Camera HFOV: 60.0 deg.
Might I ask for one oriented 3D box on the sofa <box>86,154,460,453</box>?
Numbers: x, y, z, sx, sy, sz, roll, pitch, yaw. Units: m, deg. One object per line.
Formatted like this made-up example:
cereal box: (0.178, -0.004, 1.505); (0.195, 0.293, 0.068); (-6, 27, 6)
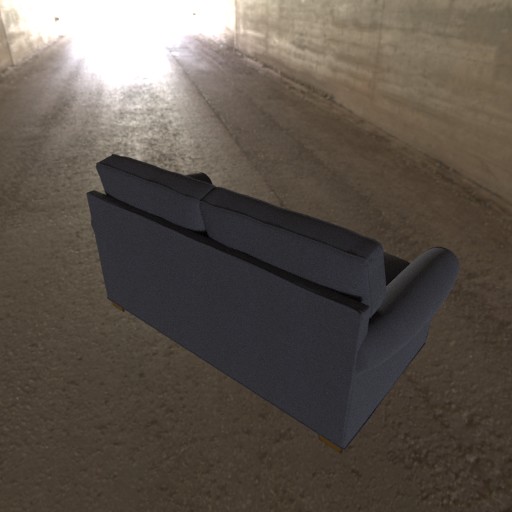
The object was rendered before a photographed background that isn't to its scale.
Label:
sofa: (0.000, 0.000, 2.540); (2.009, 1.031, 0.951); (23, 37, 34)
